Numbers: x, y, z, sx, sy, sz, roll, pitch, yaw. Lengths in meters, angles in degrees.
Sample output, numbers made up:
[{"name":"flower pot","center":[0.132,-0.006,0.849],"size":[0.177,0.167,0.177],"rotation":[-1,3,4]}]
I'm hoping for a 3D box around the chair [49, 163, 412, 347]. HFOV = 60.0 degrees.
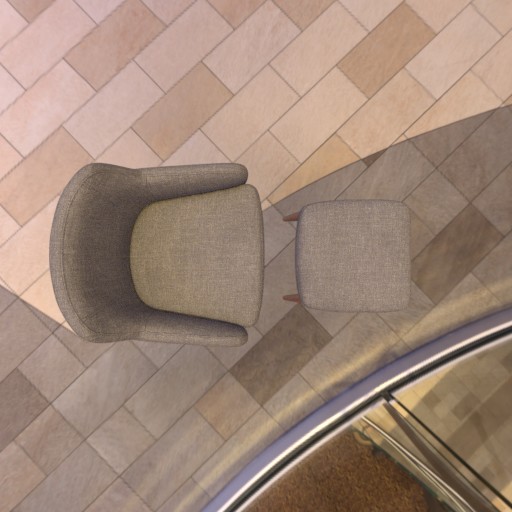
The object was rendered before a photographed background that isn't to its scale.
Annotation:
[{"name":"chair","center":[0.000,0.000,1.559],"size":[1.107,0.799,0.584],"rotation":[0,88,-1]}]
